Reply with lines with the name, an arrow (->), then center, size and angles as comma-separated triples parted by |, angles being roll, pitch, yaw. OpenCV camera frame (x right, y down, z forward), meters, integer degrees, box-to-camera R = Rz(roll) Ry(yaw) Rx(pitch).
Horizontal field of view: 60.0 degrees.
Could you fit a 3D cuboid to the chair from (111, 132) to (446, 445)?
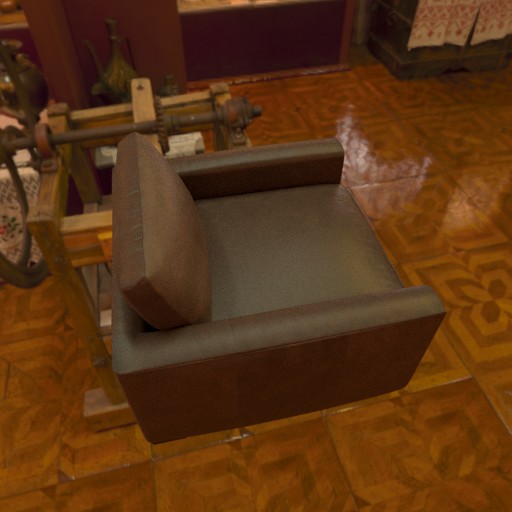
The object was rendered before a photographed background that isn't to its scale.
chair -> 0.000, 0.000, 1.799 | 1.069, 0.812, 1.100 | -9, 47, -8
